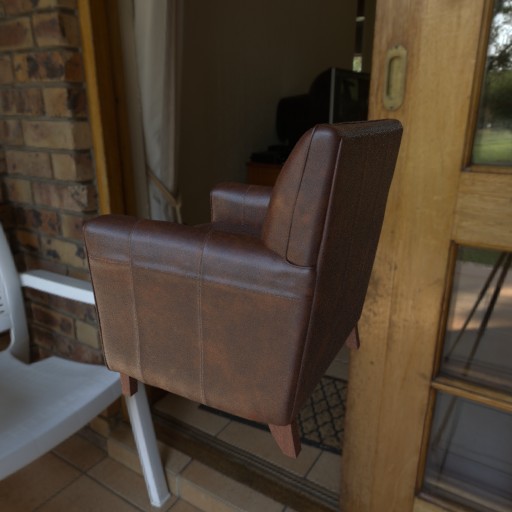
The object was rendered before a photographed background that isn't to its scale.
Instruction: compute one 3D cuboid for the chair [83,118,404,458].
[{"bbox_3d":[0.000,0.000,1.598,0.823,0.943,0.870,9,20,25],"label":"chair"}]
